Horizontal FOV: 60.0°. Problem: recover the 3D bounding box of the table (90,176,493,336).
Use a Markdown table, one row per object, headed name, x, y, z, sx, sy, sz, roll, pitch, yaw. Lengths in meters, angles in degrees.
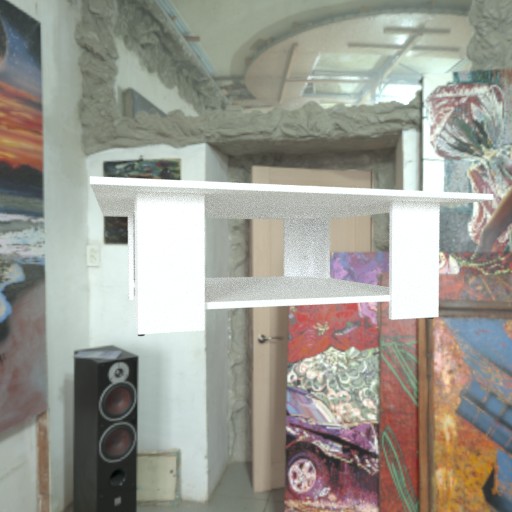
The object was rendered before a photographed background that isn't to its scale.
| name | x | y | z | sx | sy | sz | roll | pitch | yaw |
| --- | --- | --- | --- | --- | --- | --- | --- | --- | --- |
| table | 0.000 | 0.000 | 1.335 | 0.890 | 0.305 | 0.890 | 0 | 1 | -18 |
